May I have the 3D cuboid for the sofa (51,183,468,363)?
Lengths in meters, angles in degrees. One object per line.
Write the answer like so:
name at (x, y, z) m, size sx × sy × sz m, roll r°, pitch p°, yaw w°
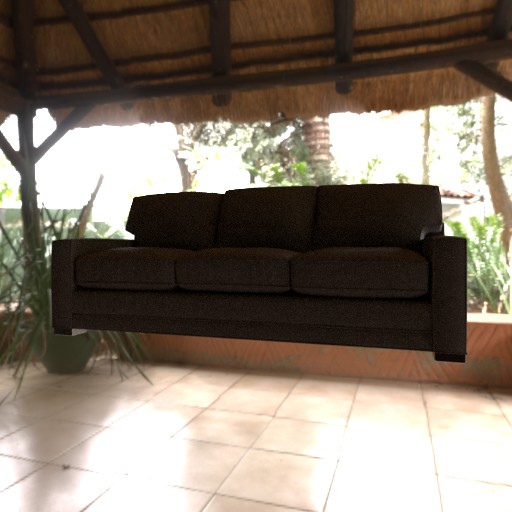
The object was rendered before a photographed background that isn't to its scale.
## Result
sofa at (0.000, 0.000, 2.867) m, size 2.369 × 0.978 × 1.004 m, roll 0°, pitch 1°, yaw 17°
